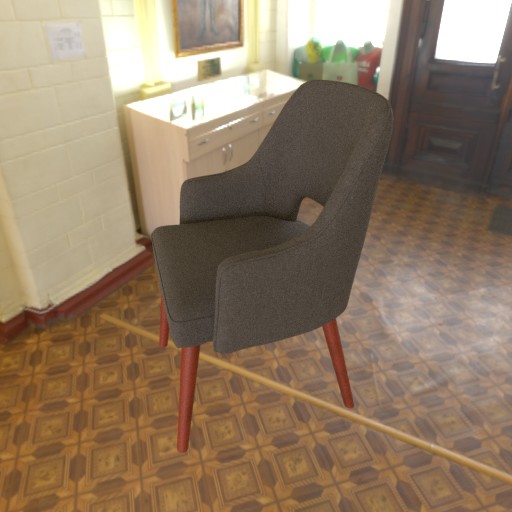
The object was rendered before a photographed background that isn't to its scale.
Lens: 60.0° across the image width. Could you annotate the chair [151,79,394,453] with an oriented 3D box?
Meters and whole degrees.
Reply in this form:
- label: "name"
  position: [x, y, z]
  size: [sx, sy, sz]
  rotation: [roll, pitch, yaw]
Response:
- label: "chair"
  position: [0.000, 0.000, 1.196]
  size: [0.560, 0.838, 0.559]
  rotation: [-9, 31, -15]
